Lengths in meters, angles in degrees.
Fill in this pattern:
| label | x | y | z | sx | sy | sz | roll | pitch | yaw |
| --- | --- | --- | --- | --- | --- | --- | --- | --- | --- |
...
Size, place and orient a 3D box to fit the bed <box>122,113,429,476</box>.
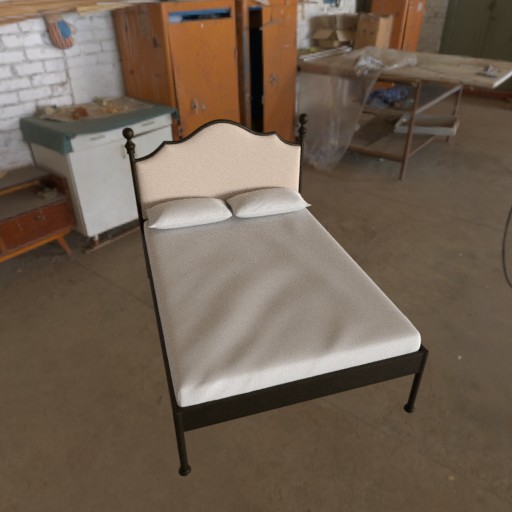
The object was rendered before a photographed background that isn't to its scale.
| label | x | y | z | sx | sy | sz | roll | pitch | yaw |
| --- | --- | --- | --- | --- | --- | --- | --- | --- | --- |
| bed | 0.000 | 0.000 | 3.338 | 1.642 | 1.499 | 2.224 | -9 | 33 | -14 |
